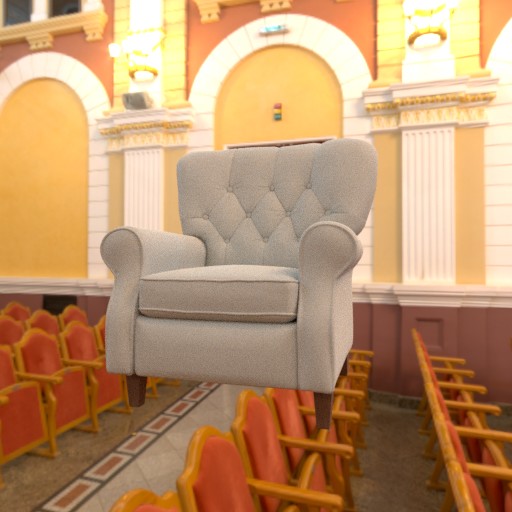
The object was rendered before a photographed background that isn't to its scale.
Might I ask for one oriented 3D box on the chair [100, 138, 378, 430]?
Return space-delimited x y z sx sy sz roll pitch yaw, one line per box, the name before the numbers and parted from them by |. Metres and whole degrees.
chair | 0.000 0.000 2.088 1.090 1.217 1.128 0 0 17
